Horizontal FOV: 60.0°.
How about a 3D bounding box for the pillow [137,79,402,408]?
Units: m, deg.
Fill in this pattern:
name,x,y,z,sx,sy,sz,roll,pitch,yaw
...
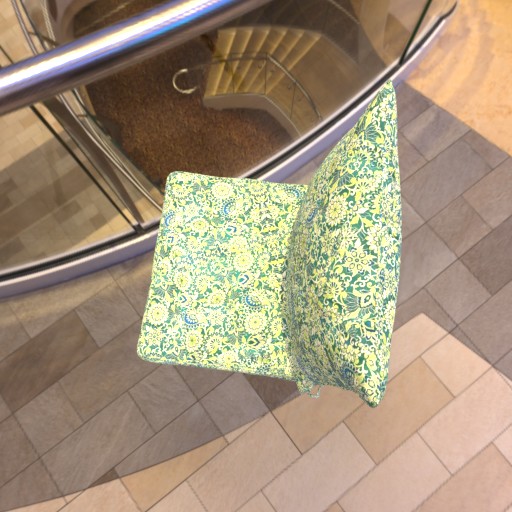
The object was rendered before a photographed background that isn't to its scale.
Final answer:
name,x,y,z,sx,sy,sz,roll,pitch,yaw
pillow,0.000,0.000,1.326,0.740,0.722,0.798,6,76,2
